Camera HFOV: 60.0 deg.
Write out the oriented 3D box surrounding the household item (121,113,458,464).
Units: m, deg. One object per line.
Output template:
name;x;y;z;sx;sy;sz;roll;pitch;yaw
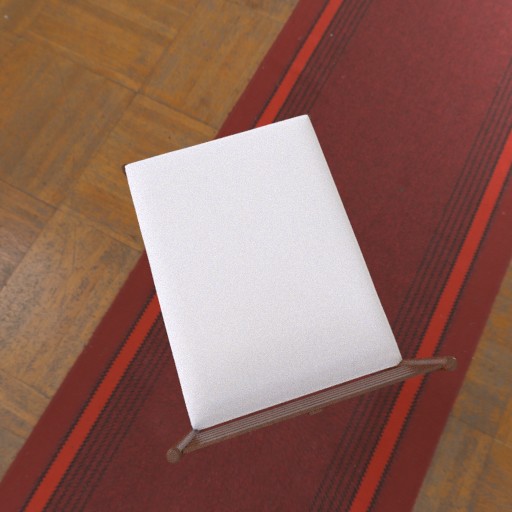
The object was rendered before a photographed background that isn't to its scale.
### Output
household item;0.000;0.000;3.296;1.663;1.356;2.232;-17;76;-4
